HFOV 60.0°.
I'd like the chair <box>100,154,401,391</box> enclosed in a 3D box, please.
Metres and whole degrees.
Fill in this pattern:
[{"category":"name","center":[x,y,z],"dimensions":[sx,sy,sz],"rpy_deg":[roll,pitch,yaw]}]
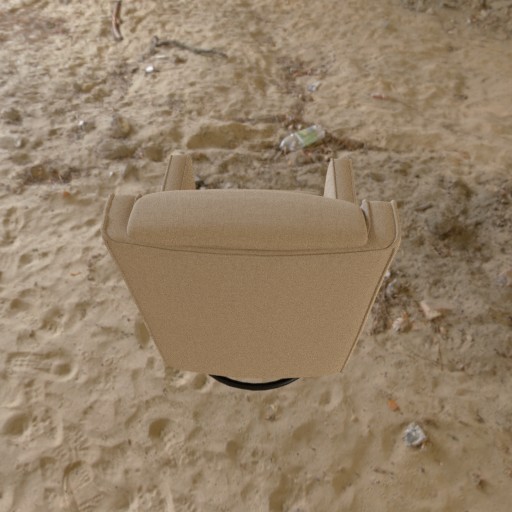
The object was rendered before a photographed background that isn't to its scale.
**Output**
[{"category":"chair","center":[0.000,0.000,1.569],"dimensions":[0.732,0.993,0.879],"rpy_deg":[2,46,2]}]
